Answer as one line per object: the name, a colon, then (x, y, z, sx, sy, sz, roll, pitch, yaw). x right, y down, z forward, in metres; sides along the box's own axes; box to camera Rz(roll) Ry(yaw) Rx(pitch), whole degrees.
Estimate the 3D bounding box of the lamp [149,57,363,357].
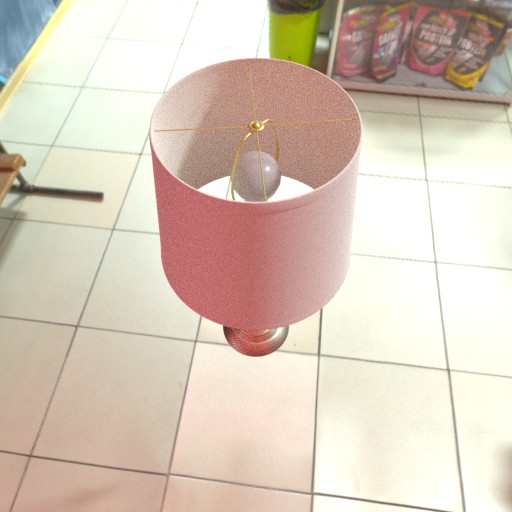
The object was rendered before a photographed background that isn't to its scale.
lamp: (0.000, 0.000, 0.808, 0.328, 0.619, 0.328, 0, 57, 0)
